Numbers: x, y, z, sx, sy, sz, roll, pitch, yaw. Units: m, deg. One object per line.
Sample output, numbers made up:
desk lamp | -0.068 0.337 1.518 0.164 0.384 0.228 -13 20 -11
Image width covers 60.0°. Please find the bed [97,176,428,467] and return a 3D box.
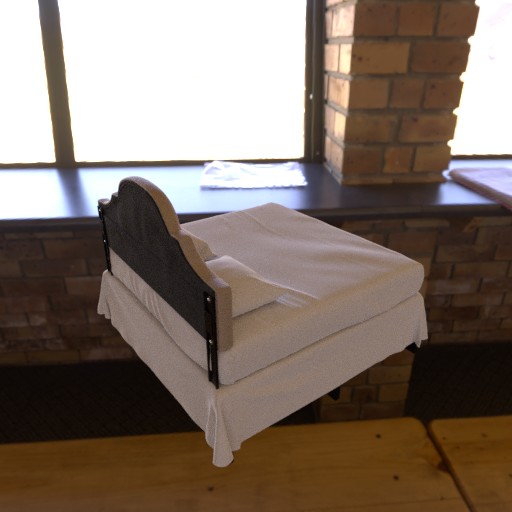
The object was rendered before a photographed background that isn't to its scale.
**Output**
bed | 0.000 0.000 3.761 2.222 1.631 2.303 -17 31 -32
